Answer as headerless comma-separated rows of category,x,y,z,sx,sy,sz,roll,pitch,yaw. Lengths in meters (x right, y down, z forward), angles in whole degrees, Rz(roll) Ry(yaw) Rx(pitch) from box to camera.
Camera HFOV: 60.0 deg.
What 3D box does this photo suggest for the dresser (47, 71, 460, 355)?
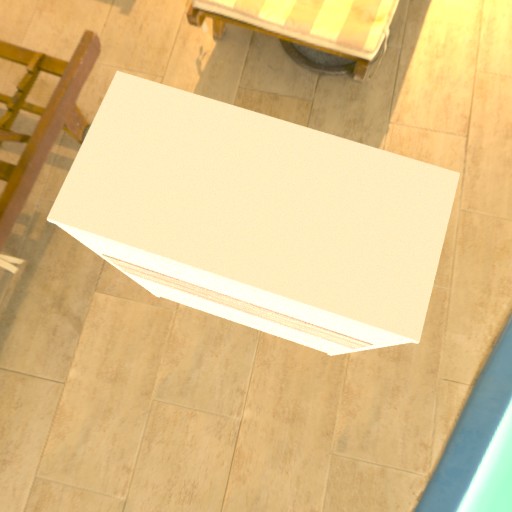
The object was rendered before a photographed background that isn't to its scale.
dresser,0.000,0.000,1.445,0.800,1.040,0.380,18,77,4
